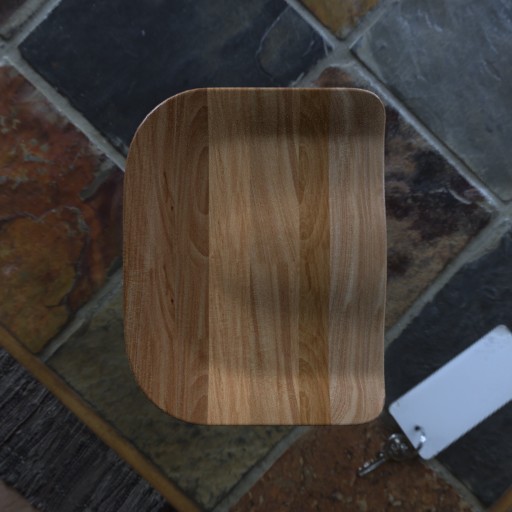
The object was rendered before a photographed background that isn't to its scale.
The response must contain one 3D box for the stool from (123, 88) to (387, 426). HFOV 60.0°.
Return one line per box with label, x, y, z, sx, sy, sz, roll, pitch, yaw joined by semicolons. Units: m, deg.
stool;0.000;0.000;0.881;0.322;0.698;0.407;0;90;0
